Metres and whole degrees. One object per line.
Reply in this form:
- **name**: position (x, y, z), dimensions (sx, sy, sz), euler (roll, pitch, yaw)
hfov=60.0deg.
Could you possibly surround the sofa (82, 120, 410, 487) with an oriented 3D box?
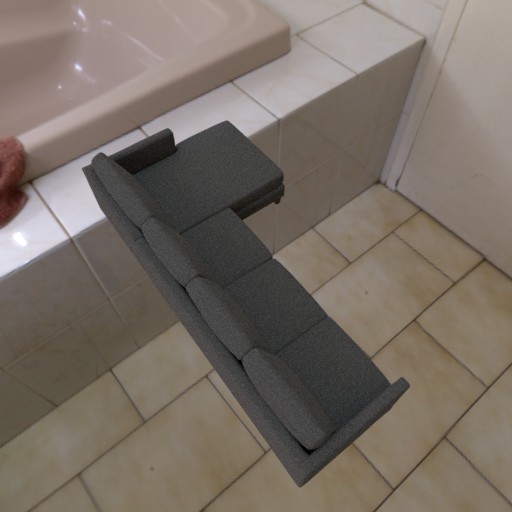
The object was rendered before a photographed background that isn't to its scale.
- **sofa**: position (0.000, 0.000, 3.819), dimensions (1.625, 0.846, 3.186), euler (-32, 63, -19)
